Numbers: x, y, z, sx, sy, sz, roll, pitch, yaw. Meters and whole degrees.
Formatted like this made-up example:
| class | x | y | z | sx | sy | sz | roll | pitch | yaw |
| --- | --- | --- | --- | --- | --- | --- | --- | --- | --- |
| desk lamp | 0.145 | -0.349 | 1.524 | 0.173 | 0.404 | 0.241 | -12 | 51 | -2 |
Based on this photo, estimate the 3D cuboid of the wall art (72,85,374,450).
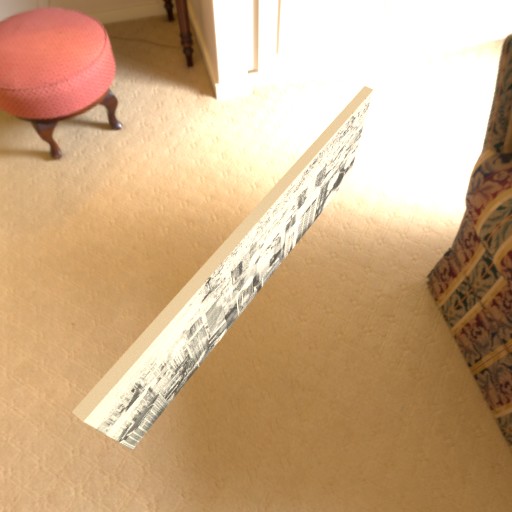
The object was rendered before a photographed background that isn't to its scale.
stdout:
| class | x | y | z | sx | sy | sz | roll | pitch | yaw |
| --- | --- | --- | --- | --- | --- | --- | --- | --- | --- |
| wall art | 0.000 | 0.000 | 1.634 | 0.044 | 0.507 | 1.520 | 32 | 64 | 17 |
